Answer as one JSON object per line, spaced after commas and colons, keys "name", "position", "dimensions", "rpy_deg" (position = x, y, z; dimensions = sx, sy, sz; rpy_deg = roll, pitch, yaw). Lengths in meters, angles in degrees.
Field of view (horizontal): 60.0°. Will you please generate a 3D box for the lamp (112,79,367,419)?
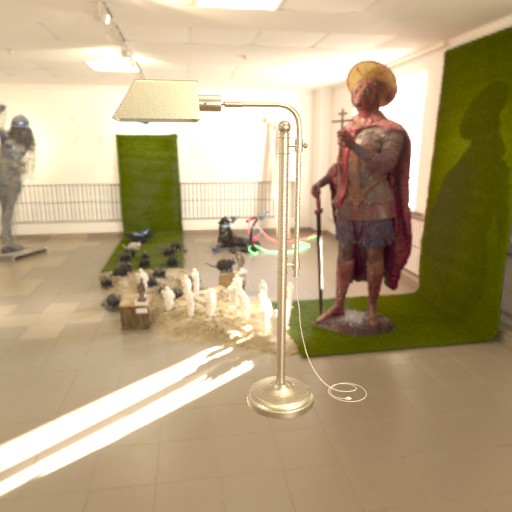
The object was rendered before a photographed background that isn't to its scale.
{"name": "lamp", "position": [0.000, 0.000, 0.961], "dimensions": [0.546, 0.708, 0.159], "rpy_deg": [-2, 14, -9]}
